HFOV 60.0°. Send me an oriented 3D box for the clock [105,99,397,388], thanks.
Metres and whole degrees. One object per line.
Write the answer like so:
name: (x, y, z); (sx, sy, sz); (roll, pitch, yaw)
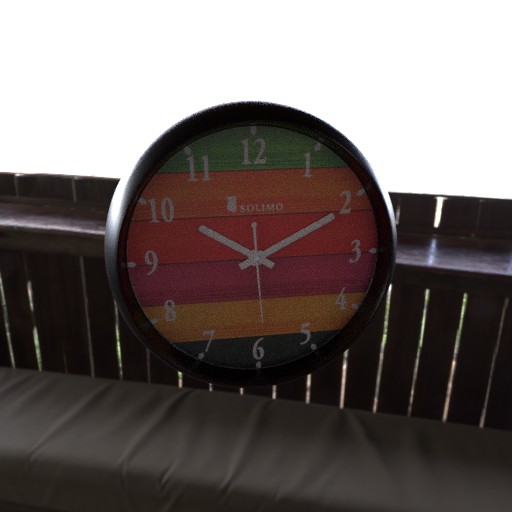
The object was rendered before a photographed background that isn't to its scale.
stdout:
clock: (0.000, 0.000, 0.447); (0.300, 0.300, 0.060); (-2, 17, -8)
